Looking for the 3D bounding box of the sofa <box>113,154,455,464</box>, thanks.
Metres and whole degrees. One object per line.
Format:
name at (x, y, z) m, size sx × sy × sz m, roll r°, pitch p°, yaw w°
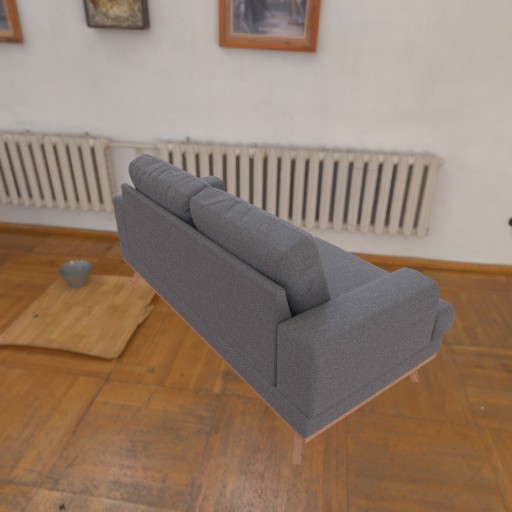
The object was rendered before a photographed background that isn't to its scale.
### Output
sofa at (0.000, 0.000, 2.123) m, size 0.785 × 0.810 × 1.650 m, roll -19°, pitch 33°, yaw -32°
